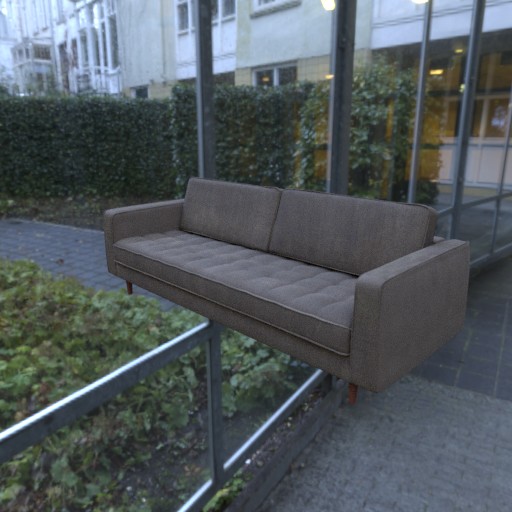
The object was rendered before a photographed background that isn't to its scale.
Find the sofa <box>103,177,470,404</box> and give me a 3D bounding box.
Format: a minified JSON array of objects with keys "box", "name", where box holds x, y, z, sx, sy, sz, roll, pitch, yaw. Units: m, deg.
[{"box":[0.000,0.000,2.765,0.923,0.813,2.295,-15,22,-43],"name":"sofa"}]
